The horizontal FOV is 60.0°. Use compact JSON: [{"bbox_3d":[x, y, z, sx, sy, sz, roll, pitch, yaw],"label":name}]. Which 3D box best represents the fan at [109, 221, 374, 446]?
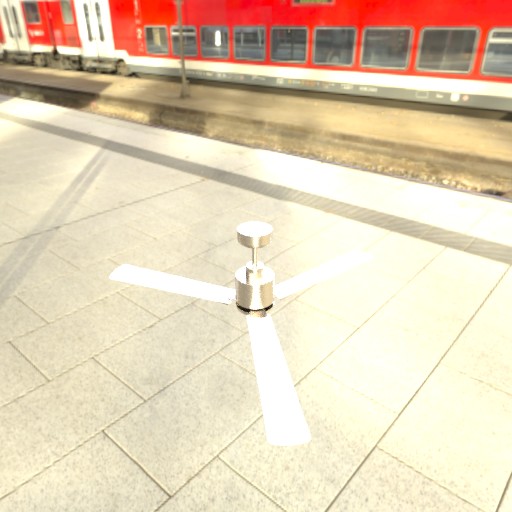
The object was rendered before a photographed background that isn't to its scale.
[{"bbox_3d":[0.000,0.000,2.360,1.561,0.446,1.531,21,34,34],"label":"fan"}]
